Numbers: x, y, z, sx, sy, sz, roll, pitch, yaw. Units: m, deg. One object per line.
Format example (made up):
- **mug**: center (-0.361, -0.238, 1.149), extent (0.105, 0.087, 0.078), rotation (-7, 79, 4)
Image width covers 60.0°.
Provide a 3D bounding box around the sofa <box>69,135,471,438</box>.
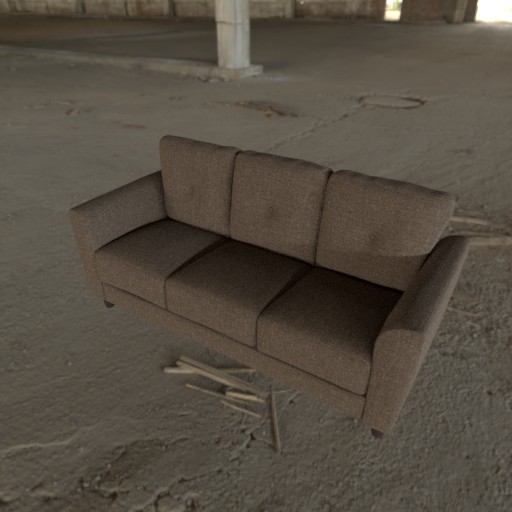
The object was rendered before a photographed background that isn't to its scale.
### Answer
- **sofa**: center (0.000, 0.000, 2.268), extent (1.847, 0.891, 0.837), rotation (18, 35, 28)
